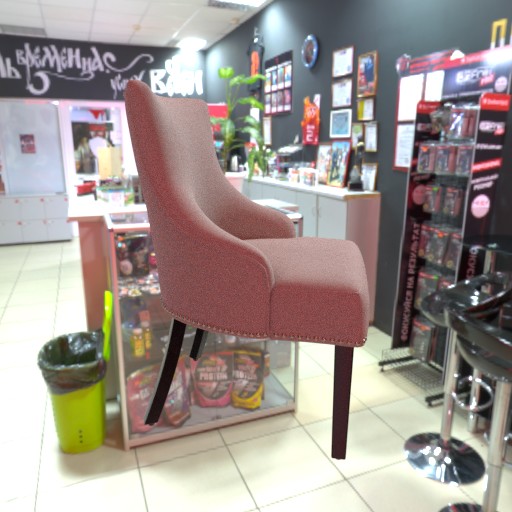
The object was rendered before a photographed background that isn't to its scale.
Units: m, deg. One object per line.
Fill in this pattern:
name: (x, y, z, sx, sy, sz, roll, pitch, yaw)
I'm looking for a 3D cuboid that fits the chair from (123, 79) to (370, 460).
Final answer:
chair: (0.000, 0.000, 1.282, 0.629, 0.909, 0.566, 3, 14, 11)
